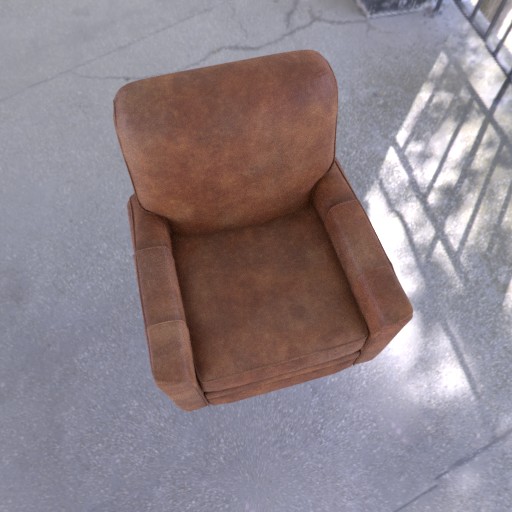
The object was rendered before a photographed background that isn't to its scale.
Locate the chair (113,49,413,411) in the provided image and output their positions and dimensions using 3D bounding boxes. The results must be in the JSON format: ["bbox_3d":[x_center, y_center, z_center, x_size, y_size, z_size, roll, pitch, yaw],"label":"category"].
[{"bbox_3d":[0.000,0.000,1.616,0.843,1.043,0.836,-14,63,-7],"label":"chair"}]
